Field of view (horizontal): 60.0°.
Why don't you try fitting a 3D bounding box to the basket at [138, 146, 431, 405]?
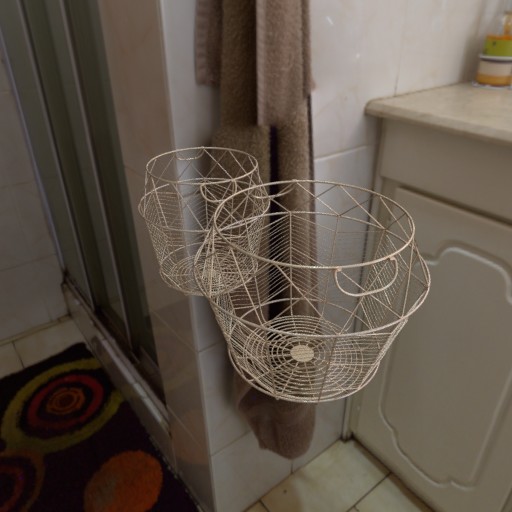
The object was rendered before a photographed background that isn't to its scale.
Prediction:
[{"bbox_3d":[0.000,0.000,1.028,0.451,0.343,0.805,-20,36,-30],"label":"basket"}]
